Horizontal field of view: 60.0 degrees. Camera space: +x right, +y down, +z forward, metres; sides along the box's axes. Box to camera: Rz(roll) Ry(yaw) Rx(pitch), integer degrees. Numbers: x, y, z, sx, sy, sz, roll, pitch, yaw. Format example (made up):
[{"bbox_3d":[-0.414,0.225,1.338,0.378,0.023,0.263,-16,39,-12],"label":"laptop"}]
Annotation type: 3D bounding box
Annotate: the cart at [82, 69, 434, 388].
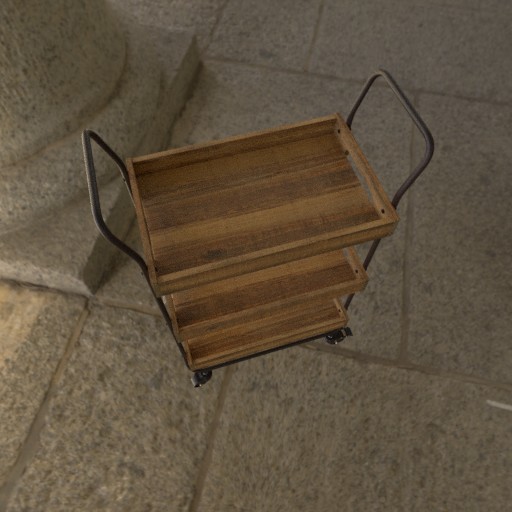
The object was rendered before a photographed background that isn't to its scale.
[{"bbox_3d":[0.000,0.000,1.136,0.583,0.857,0.339,-15,61,-8],"label":"cart"}]
